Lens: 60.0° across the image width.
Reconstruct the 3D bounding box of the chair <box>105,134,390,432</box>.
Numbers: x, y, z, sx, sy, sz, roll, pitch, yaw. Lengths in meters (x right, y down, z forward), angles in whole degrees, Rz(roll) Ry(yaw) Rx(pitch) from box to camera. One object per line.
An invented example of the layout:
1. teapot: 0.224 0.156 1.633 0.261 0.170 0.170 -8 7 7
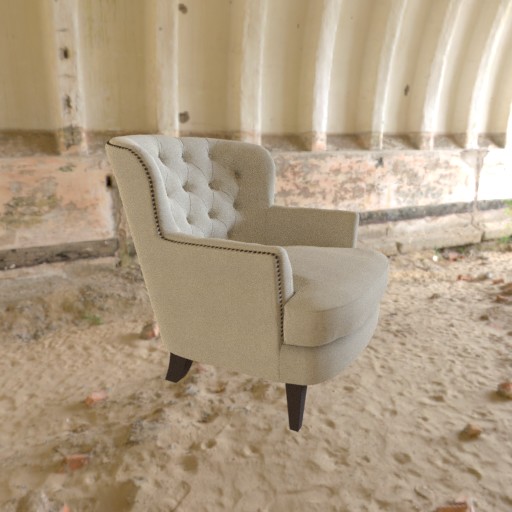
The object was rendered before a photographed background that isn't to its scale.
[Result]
1. chair: 0.000 0.000 1.631 0.906 0.868 0.848 7 16 27
